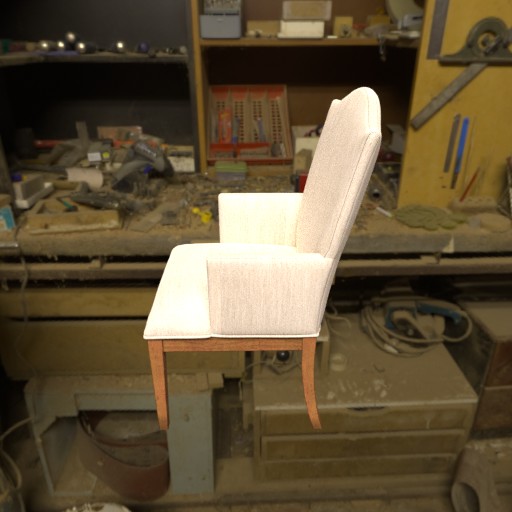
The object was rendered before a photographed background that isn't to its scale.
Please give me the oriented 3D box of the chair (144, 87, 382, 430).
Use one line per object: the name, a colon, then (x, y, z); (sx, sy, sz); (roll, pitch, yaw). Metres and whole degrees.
chair: (0.000, 0.000, 1.420); (0.641, 1.016, 0.533); (0, 27, 0)
